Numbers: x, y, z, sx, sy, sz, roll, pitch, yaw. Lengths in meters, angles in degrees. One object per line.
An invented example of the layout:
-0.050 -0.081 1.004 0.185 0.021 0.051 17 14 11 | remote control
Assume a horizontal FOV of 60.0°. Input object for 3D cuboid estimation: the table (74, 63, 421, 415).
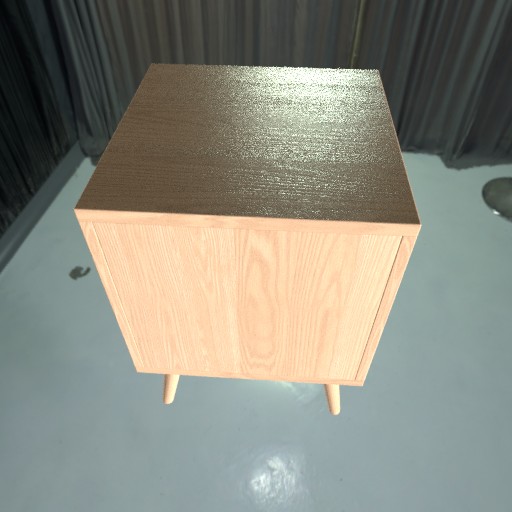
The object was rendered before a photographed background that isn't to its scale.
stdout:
0.000 0.000 0.843 0.400 0.550 0.400 3 47 3 | table
